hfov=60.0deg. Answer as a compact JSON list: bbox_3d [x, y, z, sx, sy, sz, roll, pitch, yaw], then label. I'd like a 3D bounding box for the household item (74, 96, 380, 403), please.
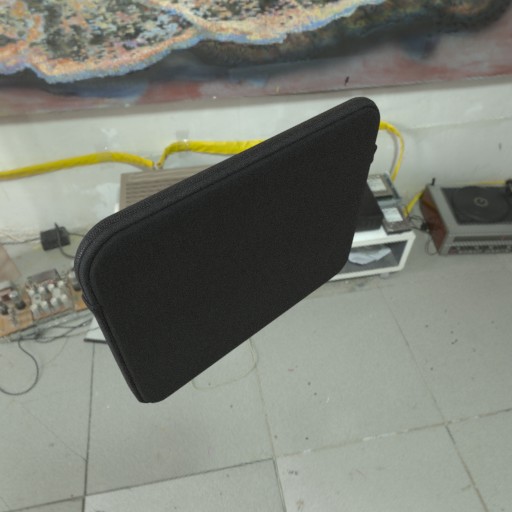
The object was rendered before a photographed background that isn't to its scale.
[{"bbox_3d":[0.000,0.000,0.536,0.396,0.305,0.030,-32,55,-26],"label":"household item"}]
